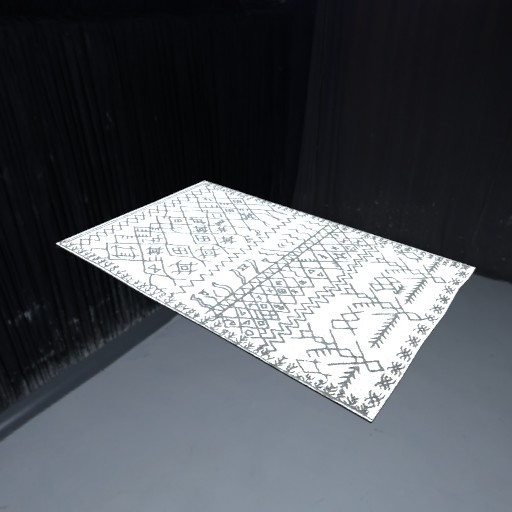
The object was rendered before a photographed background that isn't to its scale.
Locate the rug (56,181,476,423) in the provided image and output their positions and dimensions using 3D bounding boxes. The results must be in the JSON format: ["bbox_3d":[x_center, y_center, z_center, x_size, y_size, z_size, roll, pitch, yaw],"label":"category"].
[{"bbox_3d":[0.000,0.000,3.024,2.444,0.012,1.530,22,38,32],"label":"rug"}]
